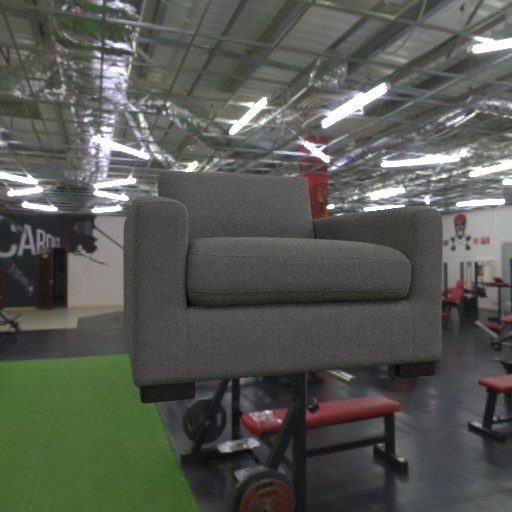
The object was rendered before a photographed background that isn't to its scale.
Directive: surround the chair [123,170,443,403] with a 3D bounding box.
[{"bbox_3d":[0.000,0.000,1.904,1.070,0.847,1.100,0,0,-18],"label":"chair"}]
